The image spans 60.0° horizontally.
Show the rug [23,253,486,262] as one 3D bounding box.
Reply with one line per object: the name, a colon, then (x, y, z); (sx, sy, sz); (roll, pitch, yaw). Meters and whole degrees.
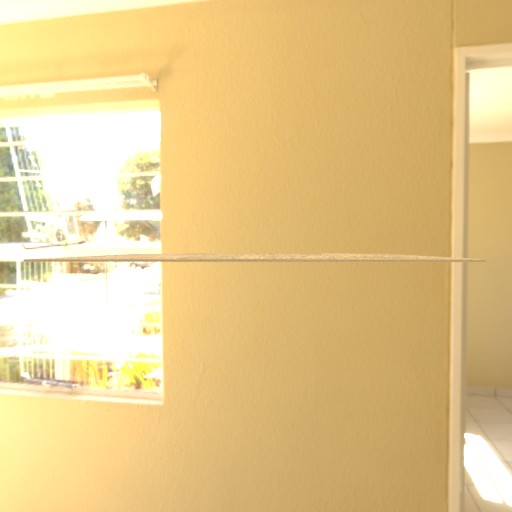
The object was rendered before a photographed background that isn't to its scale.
rug: (0.000, 0.000, 3.929); (2.921, 0.032, 2.311); (0, 1, 1)
